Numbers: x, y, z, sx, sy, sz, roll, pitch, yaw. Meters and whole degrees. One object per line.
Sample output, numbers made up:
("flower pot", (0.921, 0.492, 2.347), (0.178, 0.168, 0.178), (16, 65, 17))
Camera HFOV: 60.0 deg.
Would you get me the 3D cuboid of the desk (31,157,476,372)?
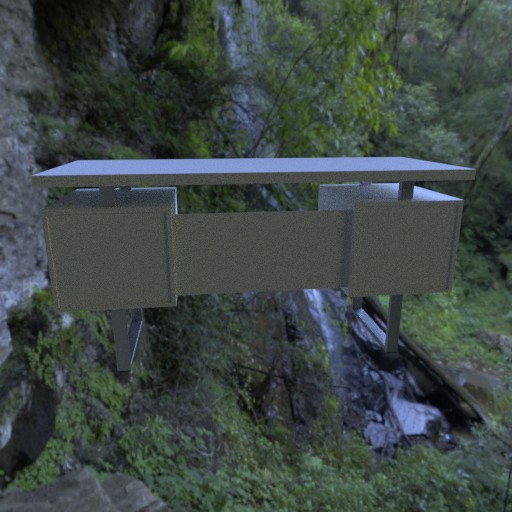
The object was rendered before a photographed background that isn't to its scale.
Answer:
("desk", (0.000, 0.000, 1.901), (1.530, 0.773, 0.603), (-2, 17, -7))
